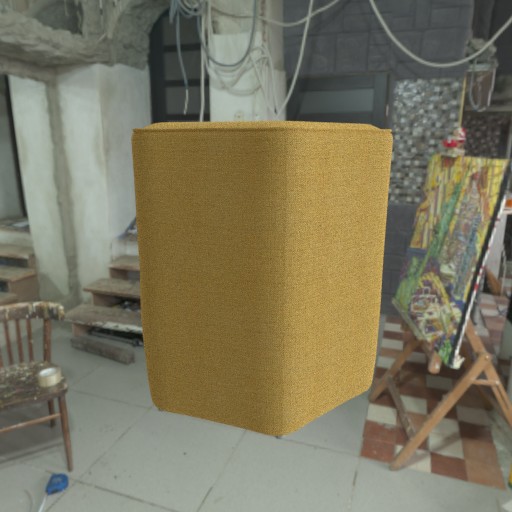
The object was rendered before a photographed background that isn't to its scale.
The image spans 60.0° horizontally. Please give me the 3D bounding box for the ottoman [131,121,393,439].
[{"bbox_3d":[0.000,0.000,0.886,0.443,0.502,0.494,-2,15,-10],"label":"ottoman"}]
